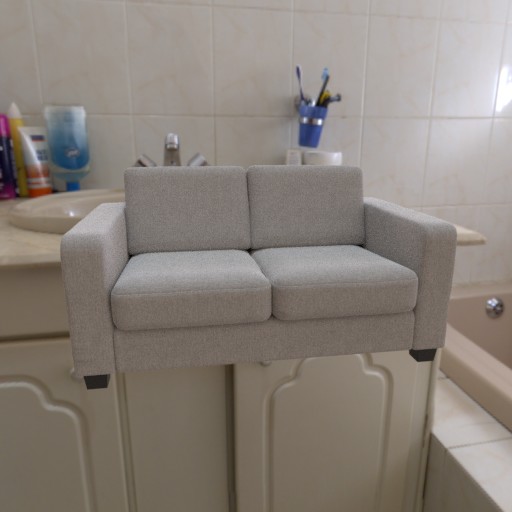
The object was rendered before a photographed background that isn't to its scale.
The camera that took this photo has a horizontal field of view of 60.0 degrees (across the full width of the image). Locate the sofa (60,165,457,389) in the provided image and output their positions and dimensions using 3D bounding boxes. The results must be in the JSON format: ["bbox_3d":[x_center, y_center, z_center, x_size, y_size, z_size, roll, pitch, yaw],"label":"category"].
[{"bbox_3d":[0.000,0.000,2.080,1.540,0.800,0.900,-2,15,-9],"label":"sofa"}]
